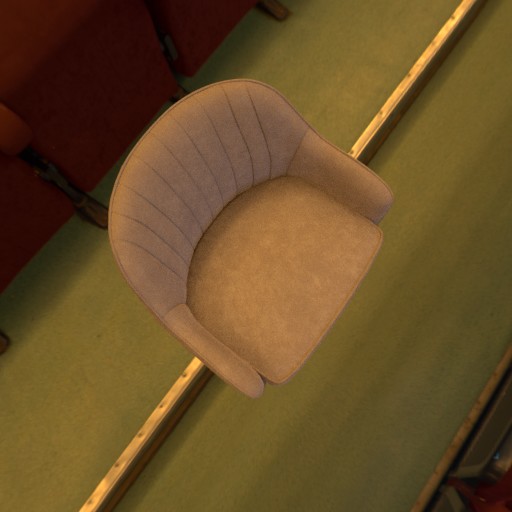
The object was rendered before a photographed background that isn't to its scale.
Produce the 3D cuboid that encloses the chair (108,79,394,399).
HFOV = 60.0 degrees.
[{"bbox_3d":[0.000,0.000,1.263,0.573,0.831,0.635,35,79,8],"label":"chair"}]
